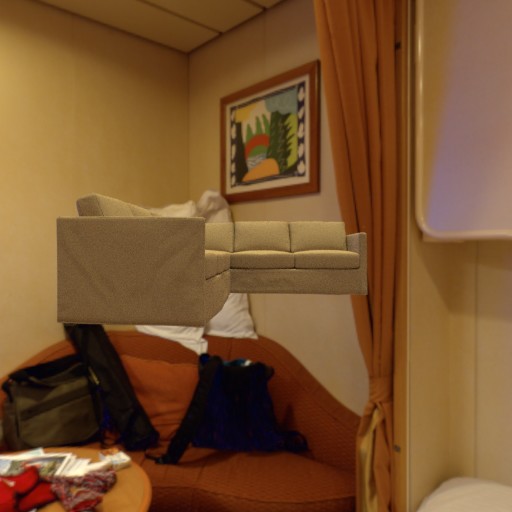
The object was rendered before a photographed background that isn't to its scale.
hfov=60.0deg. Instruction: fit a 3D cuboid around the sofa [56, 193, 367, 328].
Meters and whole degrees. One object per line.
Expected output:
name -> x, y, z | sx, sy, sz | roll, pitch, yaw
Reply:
sofa -> 0.000, 0.000, 4.299 | 2.432, 0.871, 3.182 | 0, 0, 1
